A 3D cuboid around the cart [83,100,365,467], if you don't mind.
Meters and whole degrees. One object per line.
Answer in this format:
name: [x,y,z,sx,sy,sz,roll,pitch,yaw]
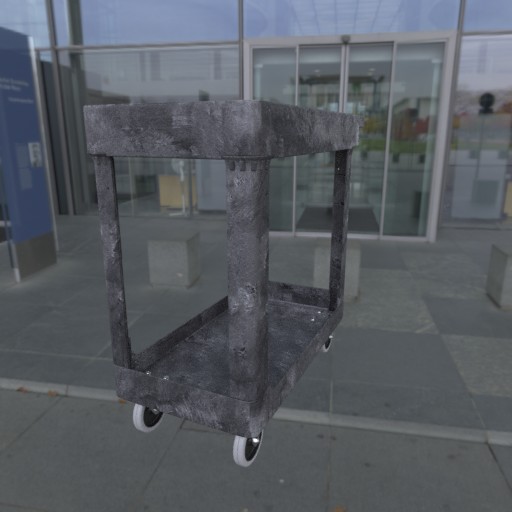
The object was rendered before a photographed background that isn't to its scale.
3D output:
cart: [0.000,0.000,1.334,0.420,0.824,0.877,7,17,24]
